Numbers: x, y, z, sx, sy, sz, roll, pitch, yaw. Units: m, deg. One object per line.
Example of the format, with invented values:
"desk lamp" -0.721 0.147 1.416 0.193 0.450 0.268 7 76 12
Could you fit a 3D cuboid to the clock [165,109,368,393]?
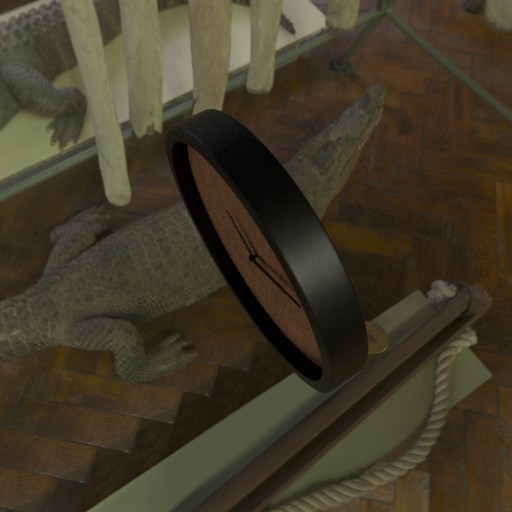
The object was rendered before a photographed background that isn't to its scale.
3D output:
"clock" 0.000 0.000 0.478 0.040 0.314 0.314 -31 69 -13
